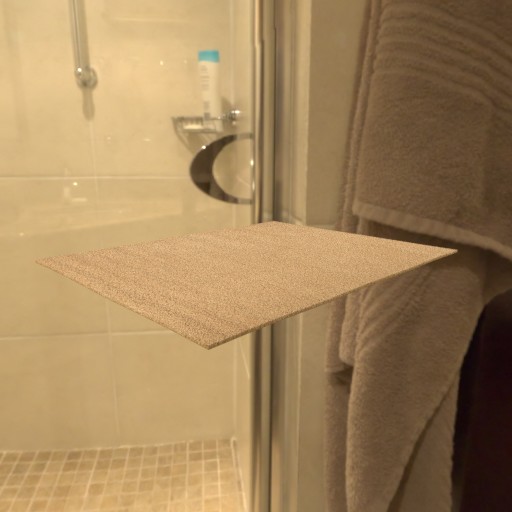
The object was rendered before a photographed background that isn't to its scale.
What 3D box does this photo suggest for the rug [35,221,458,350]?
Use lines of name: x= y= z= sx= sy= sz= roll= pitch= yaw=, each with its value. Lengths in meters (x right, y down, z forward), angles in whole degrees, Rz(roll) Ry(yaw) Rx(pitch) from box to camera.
rug: x=0.000 y=0.000 z=4.018 sx=3.000 sy=0.026 sz=2.400 roll=-13 pitch=19 yaw=-43
